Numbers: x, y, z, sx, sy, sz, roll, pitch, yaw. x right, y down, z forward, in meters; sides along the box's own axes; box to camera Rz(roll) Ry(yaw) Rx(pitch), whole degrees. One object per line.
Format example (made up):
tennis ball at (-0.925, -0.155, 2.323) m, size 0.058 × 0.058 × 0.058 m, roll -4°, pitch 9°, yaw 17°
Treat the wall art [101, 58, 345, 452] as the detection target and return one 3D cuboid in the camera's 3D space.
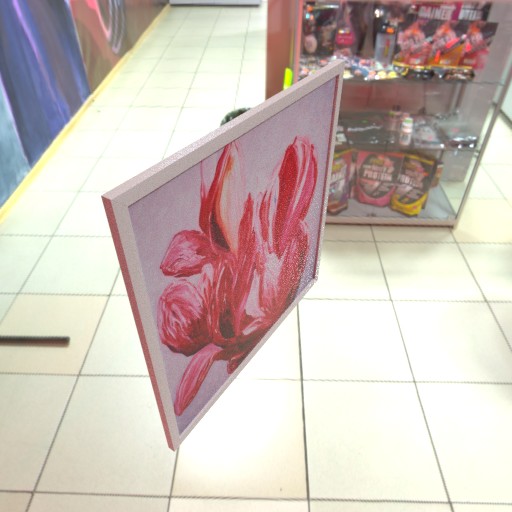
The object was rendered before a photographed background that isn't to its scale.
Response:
wall art at (0.000, 0.000, 1.183) m, size 0.022 × 0.803 × 0.805 m, roll 24°, pitch 46°, yaw 25°
